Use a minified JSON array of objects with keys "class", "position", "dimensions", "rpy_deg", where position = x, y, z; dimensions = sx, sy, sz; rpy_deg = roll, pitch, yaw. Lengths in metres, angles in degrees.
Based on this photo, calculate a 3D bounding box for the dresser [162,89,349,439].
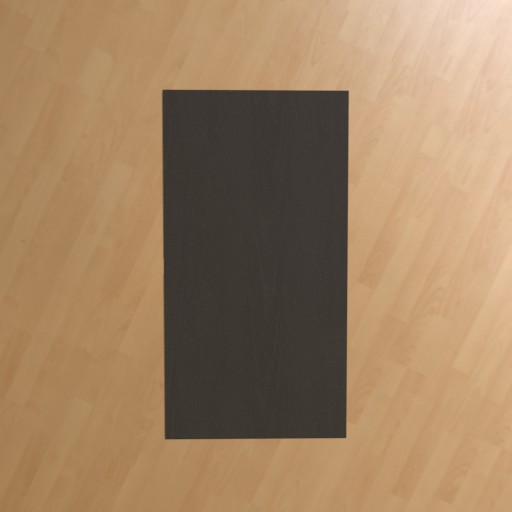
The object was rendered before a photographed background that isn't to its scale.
[{"class":"dresser","position":[0.000,0.000,1.519],"dimensions":[0.399,1.255,0.704],"rpy_deg":[0,92,-1]}]
